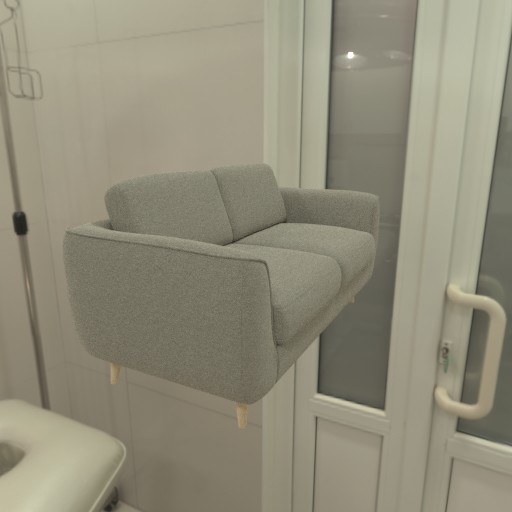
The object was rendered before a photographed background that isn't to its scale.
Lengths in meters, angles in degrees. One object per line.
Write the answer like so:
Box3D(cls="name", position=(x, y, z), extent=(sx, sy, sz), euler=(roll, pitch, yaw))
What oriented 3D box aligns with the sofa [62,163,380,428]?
Box3D(cls="sofa", position=(0.000, 0.000, 2.218), extent=(0.920, 0.850, 1.700), euler=(8, 17, 27))
